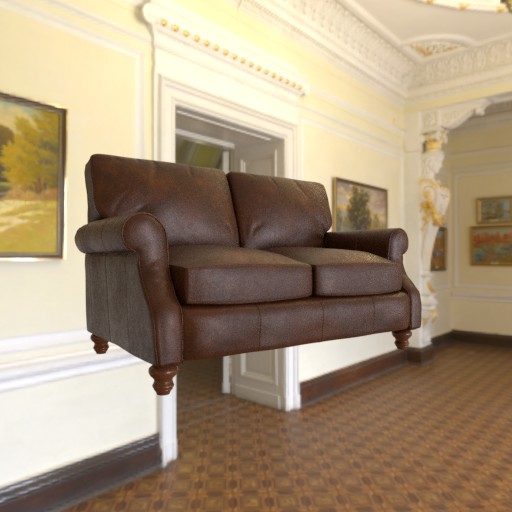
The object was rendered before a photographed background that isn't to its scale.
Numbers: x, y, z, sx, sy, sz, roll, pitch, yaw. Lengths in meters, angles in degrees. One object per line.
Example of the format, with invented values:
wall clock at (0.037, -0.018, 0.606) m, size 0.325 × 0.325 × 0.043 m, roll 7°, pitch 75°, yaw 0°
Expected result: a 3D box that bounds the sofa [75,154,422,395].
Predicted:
sofa at (0.000, 0.000, 2.259) m, size 1.616 × 0.976 × 0.990 m, roll 0°, pitch 0°, yaw -35°
